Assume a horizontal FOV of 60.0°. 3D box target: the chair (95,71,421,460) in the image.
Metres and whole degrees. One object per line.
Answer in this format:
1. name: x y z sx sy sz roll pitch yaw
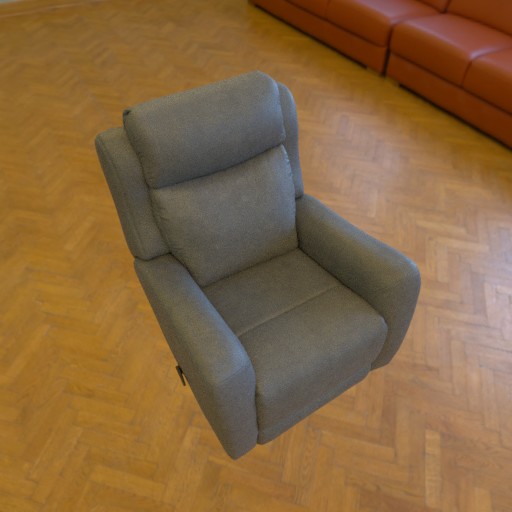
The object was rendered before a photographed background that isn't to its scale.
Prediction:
1. chair: 0.000 0.000 1.873 0.967 1.116 1.068 -24 51 -21
